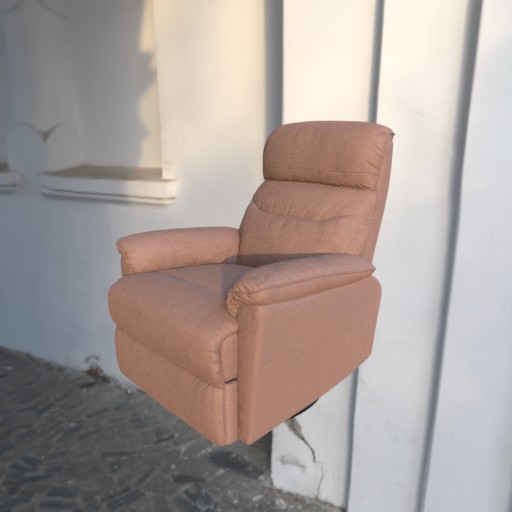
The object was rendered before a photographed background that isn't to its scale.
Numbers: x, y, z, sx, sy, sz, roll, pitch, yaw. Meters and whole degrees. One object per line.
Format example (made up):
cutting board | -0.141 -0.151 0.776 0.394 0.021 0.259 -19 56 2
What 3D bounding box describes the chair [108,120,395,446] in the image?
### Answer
chair | 0.000 0.000 1.742 1.004 1.037 0.820 -14 21 -42
